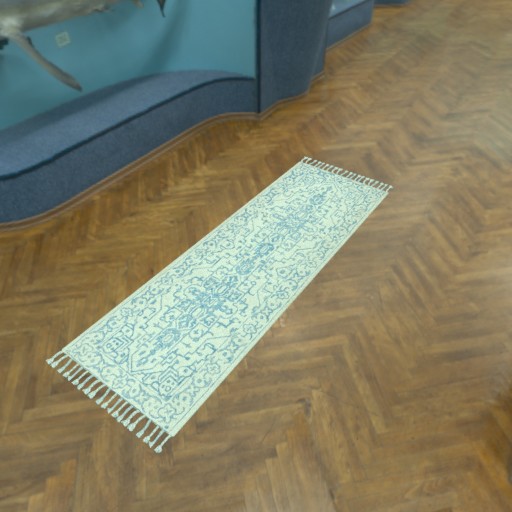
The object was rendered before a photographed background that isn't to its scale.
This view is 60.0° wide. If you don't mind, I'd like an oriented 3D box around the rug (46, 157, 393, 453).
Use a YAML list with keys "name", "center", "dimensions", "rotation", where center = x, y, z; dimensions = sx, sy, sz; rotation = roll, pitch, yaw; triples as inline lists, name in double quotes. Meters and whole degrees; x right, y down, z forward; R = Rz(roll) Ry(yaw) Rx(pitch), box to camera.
- name: "rug"
  center: [0.000, 0.000, 2.726]
  dimensions: [0.774, 0.011, 2.449]
  rotation: [26, 48, 26]
